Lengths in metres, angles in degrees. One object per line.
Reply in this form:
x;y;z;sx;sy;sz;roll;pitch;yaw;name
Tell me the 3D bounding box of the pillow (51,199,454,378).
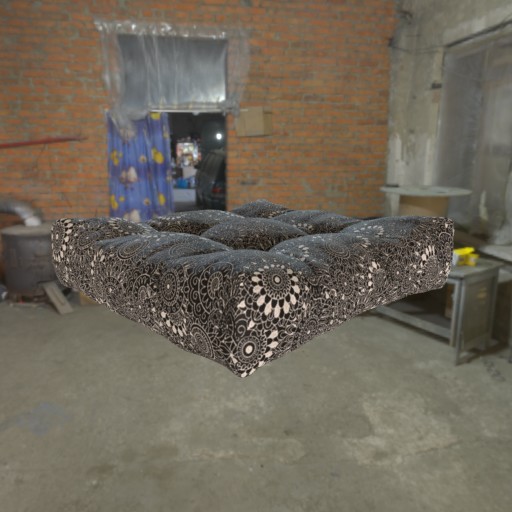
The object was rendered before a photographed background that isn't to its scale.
0.000;0.000;0.719;0.490;0.128;0.468;-13;19;-43;pillow
